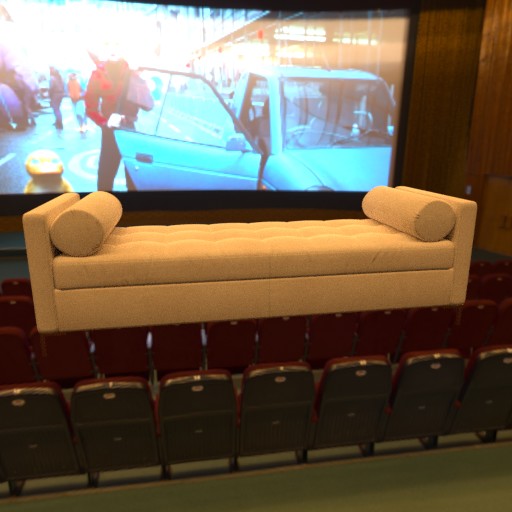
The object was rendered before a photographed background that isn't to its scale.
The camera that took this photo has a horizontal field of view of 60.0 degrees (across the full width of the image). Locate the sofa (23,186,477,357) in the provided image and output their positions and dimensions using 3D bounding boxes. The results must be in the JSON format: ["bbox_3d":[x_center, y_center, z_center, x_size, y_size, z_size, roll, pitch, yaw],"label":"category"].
[{"bbox_3d":[0.000,0.000,2.292,1.981,0.635,0.686,-3,15,-9],"label":"sofa"}]
